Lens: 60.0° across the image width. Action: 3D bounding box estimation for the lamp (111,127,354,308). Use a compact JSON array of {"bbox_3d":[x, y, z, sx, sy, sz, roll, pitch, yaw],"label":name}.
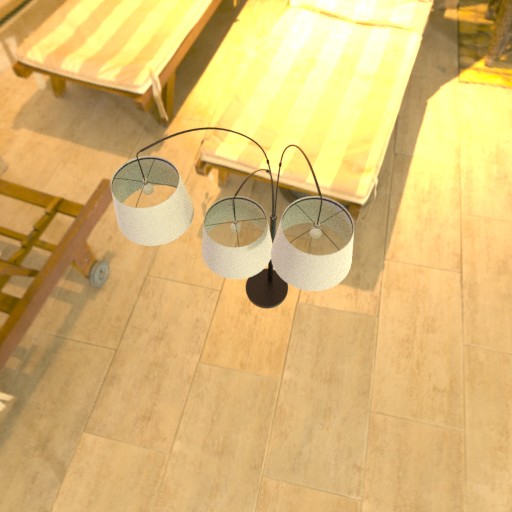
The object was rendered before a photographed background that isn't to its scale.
[{"bbox_3d":[0.000,0.000,2.432,0.951,1.950,0.924,16,60,10],"label":"lamp"}]
